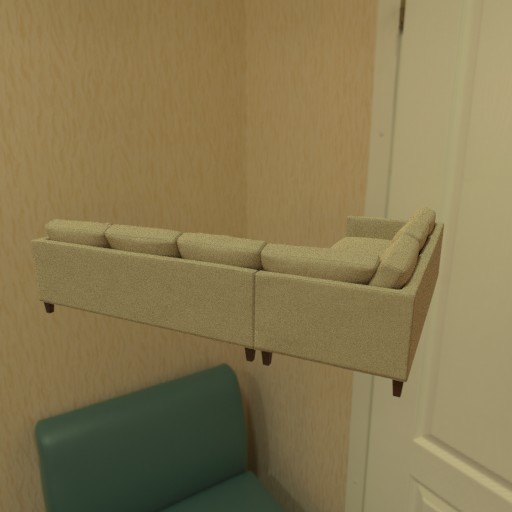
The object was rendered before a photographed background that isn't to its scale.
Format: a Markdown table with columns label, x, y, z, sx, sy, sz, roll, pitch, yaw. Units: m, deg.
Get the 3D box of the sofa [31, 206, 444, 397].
| label | x | y | z | sx | sy | sz | roll | pitch | yaw |
| --- | --- | --- | --- | --- | --- | --- | --- | --- | --- |
| sofa | 0.000 | 0.000 | 4.279 | 3.182 | 0.863 | 2.432 | 7 | 17 | 25 |
